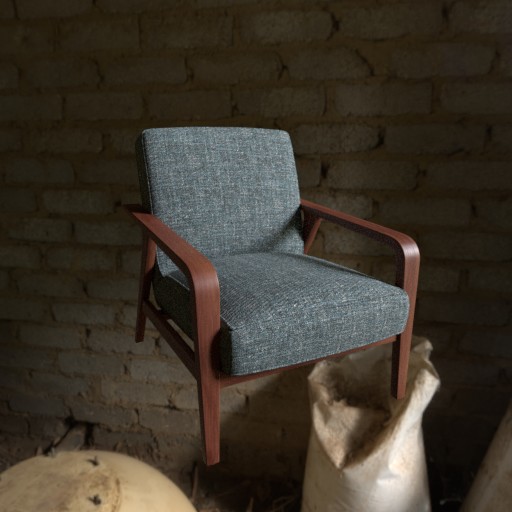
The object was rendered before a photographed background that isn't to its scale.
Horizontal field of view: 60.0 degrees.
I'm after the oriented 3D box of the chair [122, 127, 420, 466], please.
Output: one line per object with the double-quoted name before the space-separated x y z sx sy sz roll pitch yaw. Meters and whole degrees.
"chair" 0.000 0.000 1.521 0.719 0.864 0.889 -7 16 -27
